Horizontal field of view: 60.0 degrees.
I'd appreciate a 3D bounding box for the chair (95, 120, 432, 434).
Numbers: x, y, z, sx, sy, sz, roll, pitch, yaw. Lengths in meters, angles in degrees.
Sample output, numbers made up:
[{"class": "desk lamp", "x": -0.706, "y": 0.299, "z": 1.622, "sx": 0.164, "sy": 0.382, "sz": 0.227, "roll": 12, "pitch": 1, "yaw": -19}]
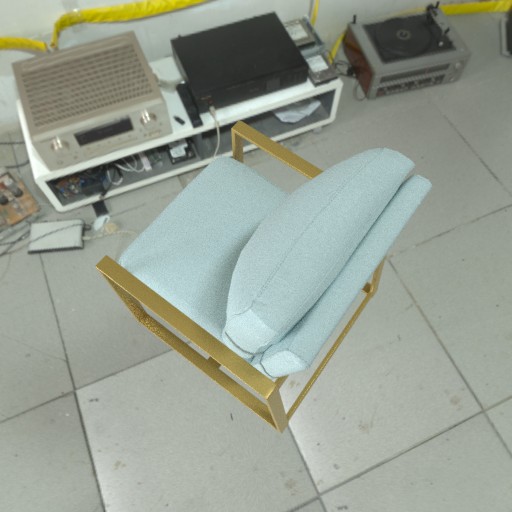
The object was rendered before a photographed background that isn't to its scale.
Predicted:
[{"class": "chair", "x": 0.000, "y": 0.000, "z": 1.549, "sx": 0.813, "sy": 0.956, "sz": 0.758, "roll": 34, "pitch": 69, "yaw": 15}]
